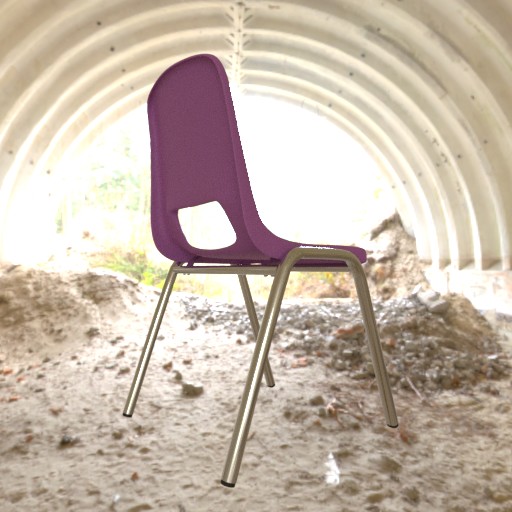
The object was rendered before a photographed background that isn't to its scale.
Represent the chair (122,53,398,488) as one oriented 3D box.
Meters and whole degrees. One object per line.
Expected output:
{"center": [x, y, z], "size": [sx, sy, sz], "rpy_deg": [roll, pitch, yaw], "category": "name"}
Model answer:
{"center": [0.000, 0.000, 0.666], "size": [0.301, 0.493, 0.291], "rpy_deg": [1, -2, -38], "category": "chair"}
